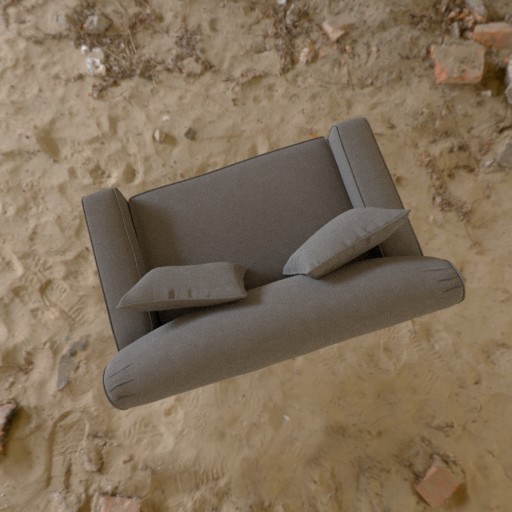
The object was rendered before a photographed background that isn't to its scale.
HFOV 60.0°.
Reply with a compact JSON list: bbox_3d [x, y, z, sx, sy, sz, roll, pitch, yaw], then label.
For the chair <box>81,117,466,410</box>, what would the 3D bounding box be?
[{"bbox_3d":[0.000,0.000,2.091,1.395,0.953,0.992,-17,77,-4],"label":"chair"}]
